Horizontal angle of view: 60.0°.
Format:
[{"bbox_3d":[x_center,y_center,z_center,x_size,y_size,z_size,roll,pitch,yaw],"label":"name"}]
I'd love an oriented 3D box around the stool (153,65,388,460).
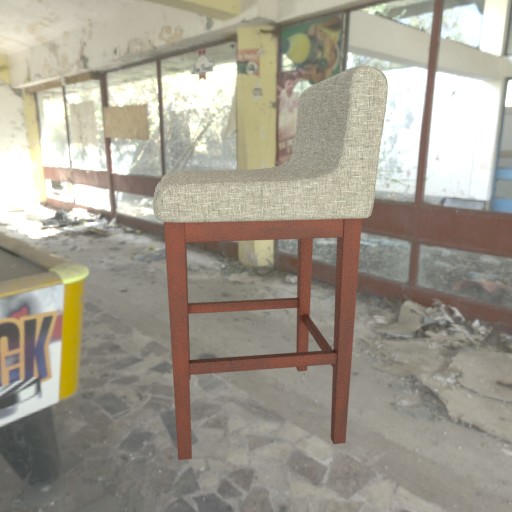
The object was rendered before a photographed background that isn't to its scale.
[{"bbox_3d":[0.000,0.000,1.097,0.459,0.835,0.417,-2,14,-8],"label":"stool"}]
